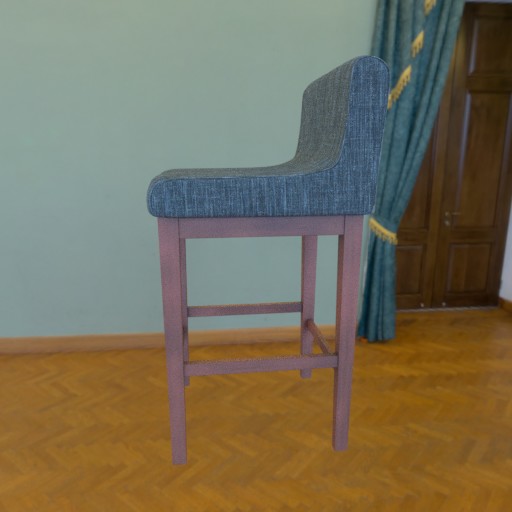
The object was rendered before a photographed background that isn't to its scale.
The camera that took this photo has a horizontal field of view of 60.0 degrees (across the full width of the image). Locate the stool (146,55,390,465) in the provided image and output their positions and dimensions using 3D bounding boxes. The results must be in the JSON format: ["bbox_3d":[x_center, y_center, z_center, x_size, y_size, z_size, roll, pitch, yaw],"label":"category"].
[{"bbox_3d":[0.000,0.000,1.055,0.459,0.835,0.395,-2,14,-7],"label":"stool"}]
